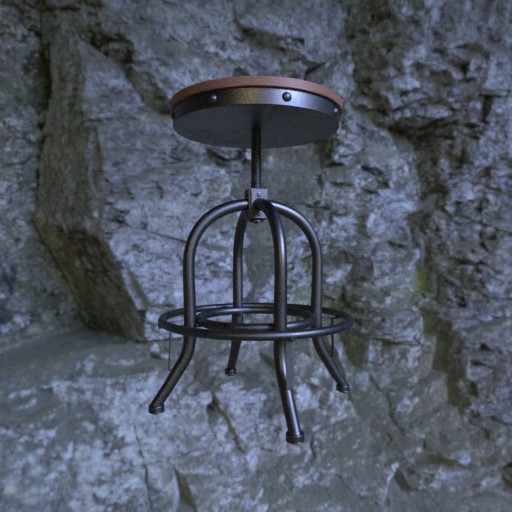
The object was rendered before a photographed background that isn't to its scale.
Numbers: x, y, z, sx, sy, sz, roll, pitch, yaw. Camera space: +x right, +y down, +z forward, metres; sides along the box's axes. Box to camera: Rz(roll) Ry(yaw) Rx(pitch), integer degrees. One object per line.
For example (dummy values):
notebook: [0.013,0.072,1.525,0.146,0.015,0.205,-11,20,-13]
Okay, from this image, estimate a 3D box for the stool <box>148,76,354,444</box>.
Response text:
stool: [0.000,0.000,0.919,0.439,0.609,0.439,0,1,-18]
